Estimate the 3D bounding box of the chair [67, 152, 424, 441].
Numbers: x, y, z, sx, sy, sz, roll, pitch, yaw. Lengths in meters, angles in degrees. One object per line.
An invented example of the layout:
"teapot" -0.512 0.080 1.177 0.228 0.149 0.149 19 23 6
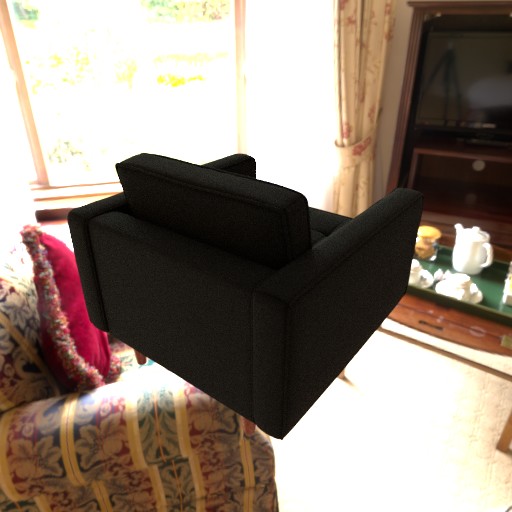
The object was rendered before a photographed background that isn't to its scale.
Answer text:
"chair" 0.000 0.000 1.624 0.899 0.770 0.920 20 34 32
